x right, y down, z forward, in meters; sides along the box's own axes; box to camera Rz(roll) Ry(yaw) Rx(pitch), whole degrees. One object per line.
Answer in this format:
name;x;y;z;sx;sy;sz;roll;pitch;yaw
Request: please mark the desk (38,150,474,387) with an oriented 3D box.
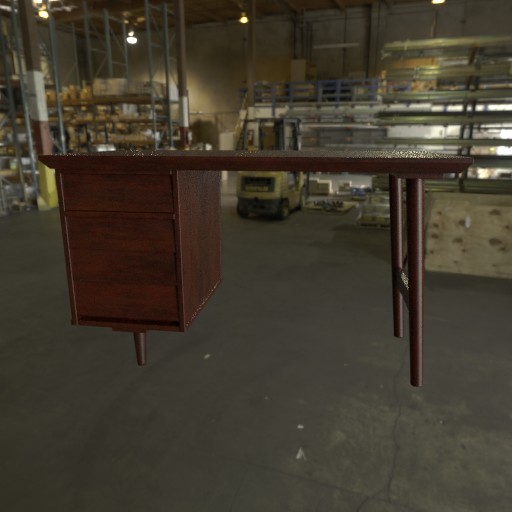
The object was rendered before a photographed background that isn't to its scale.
desk;0.000;0.000;1.671;1.277;0.758;0.612;2;15;8
